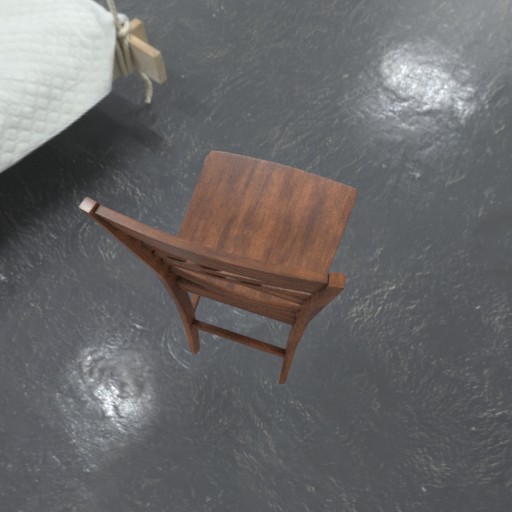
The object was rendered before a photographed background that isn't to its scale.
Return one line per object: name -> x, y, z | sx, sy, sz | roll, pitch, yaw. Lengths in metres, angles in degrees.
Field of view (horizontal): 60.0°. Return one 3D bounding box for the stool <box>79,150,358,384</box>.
stool -> 0.000, 0.000, 1.304 | 0.462, 1.079, 0.539 | 17, 65, 8
